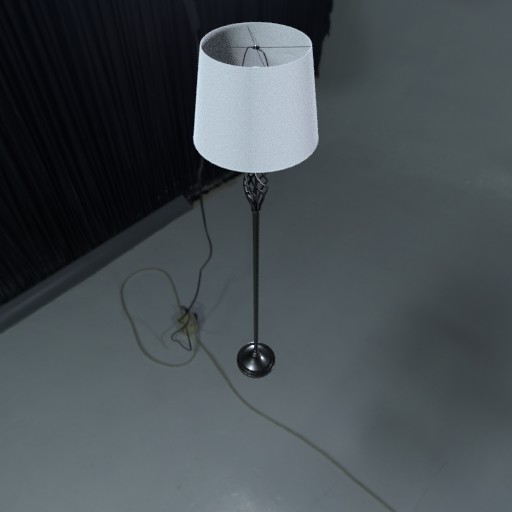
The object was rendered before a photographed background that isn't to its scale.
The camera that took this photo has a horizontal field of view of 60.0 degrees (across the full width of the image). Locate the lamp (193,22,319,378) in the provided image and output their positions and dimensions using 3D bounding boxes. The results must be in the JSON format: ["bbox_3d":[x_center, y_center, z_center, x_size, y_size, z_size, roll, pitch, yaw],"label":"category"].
[{"bbox_3d":[0.000,0.000,1.744,0.379,1.623,0.379,0,47,0],"label":"lamp"}]
